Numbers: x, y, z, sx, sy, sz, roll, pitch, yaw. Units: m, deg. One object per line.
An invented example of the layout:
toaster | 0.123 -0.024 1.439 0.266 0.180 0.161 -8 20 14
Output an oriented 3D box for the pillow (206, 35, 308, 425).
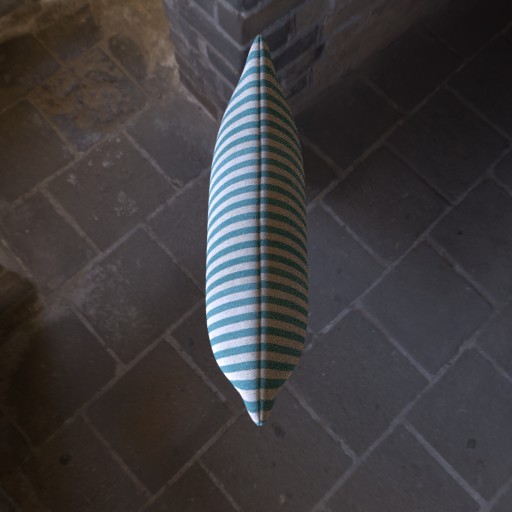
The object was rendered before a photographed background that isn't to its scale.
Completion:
pillow | 0.000 0.000 0.798 0.166 0.510 0.523 0 75 0
